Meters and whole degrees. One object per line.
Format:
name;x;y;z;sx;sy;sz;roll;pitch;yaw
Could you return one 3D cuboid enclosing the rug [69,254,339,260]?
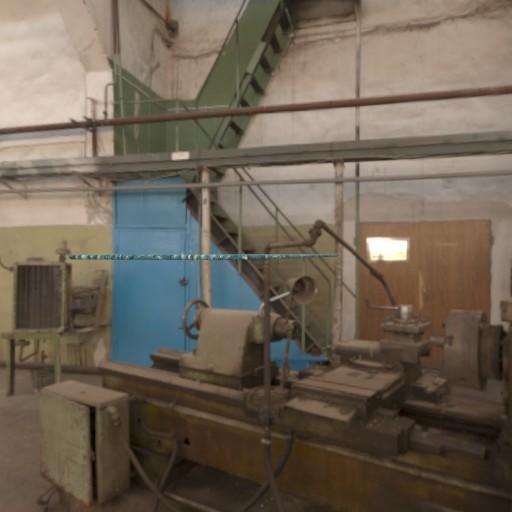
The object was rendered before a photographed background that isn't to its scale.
rug;0.000;0.000;2.558;0.676;0.016;2.286;0;0;18
